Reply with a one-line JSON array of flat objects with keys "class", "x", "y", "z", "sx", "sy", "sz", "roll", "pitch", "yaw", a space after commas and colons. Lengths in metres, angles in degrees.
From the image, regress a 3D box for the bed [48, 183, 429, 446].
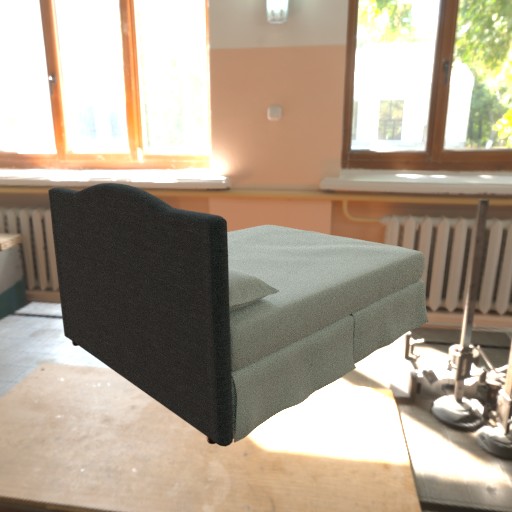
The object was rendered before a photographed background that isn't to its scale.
[{"class": "bed", "x": 0.000, "y": 0.000, "z": 3.948, "sx": 2.161, "sy": 1.457, "sz": 2.689, "roll": 14, "pitch": 20, "yaw": 42}]
